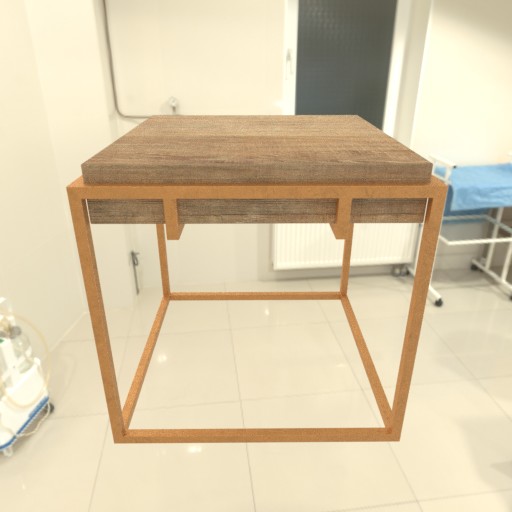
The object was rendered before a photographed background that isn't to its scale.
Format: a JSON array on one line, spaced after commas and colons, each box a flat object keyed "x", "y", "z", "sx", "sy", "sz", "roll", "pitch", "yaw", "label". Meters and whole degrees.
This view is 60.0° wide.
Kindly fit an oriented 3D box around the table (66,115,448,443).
[{"x": 0.000, "y": 0.000, "z": 1.077, "sx": 0.599, "sy": 0.584, "sz": 0.599, "roll": 0, "pitch": 25, "yaw": 0, "label": "table"}]
